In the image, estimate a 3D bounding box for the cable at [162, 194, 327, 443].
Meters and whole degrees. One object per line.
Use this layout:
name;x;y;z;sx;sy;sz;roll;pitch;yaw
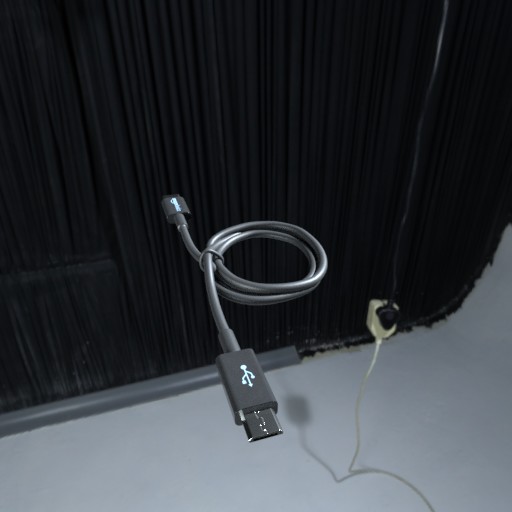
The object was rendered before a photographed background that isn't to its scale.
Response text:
cable;0.000;0.000;0.214;0.070;0.014;0.192;-9;31;-15
